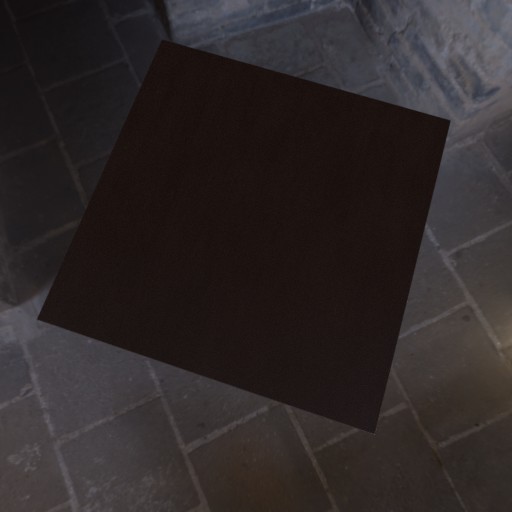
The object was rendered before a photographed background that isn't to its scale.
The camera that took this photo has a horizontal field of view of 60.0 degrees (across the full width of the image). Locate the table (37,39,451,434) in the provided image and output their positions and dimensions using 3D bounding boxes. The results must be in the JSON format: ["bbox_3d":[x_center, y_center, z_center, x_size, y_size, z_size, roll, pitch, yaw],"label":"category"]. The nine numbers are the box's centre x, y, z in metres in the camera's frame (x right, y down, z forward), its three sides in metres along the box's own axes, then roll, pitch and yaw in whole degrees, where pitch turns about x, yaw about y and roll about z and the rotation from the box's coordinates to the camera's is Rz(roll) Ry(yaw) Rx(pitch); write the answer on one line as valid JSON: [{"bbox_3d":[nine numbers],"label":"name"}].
[{"bbox_3d":[0.000,0.000,1.385,0.749,0.770,0.749,18,76,4],"label":"table"}]
